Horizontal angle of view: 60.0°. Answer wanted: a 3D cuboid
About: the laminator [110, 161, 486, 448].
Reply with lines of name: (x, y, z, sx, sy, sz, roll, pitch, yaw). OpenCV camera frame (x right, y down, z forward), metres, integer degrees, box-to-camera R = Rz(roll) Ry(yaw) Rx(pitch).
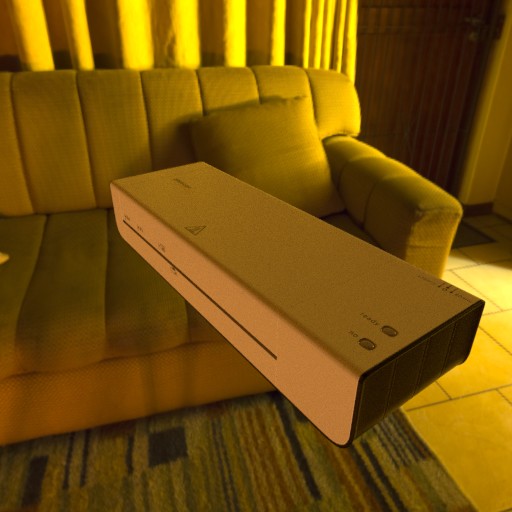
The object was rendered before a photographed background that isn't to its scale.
laminator: (0.000, 0.000, 0.378, 0.123, 0.062, 0.340, -20, 35, -31)
